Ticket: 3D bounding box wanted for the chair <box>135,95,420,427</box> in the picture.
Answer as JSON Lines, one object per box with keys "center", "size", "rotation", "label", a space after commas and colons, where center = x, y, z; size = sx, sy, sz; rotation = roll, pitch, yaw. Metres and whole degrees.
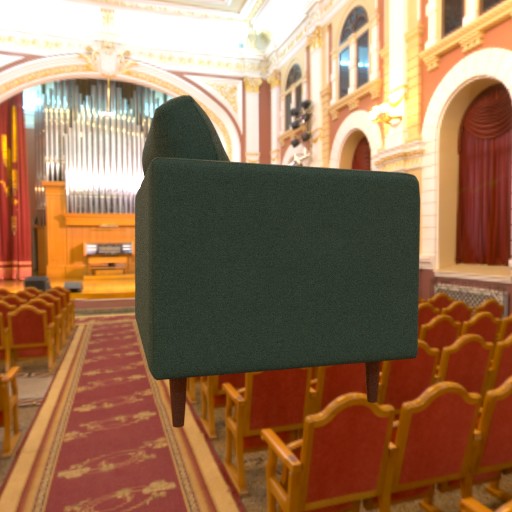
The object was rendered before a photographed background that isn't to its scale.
{"center": [0.000, 0.000, 1.571], "size": [0.800, 0.927, 0.855], "rotation": [-1, 2, -18], "label": "chair"}
